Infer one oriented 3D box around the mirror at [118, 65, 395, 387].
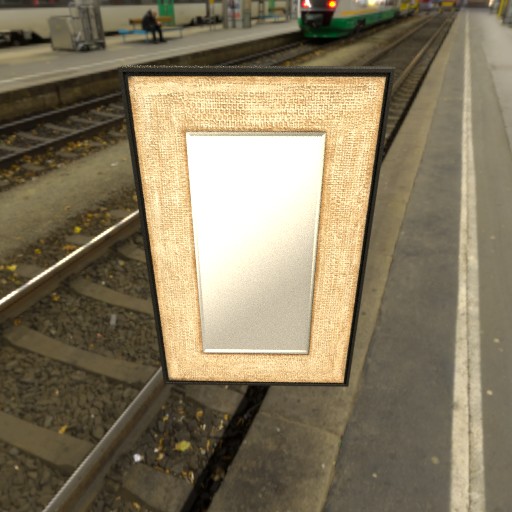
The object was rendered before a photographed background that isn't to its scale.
[{"bbox_3d":[0.000,0.000,1.541,0.762,1.219,0.038,1,30,1],"label":"mirror"}]
